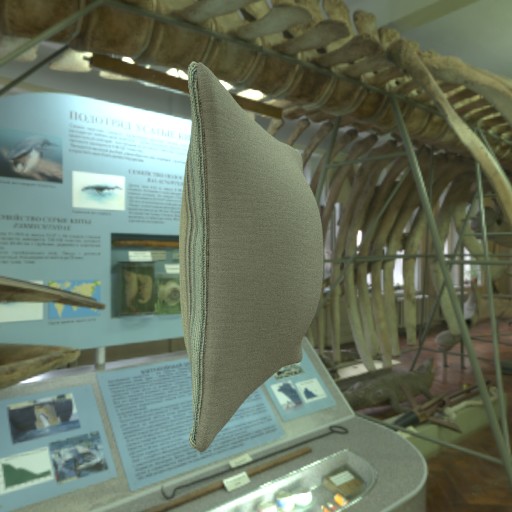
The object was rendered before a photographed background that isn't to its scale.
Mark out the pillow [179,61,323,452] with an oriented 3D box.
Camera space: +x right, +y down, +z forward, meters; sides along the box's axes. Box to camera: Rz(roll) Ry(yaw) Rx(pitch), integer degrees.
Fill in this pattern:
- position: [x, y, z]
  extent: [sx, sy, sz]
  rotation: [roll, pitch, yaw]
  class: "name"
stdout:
- position: [0.000, 0.000, 0.672]
  extent: [0.189, 0.416, 0.435]
  rotation: [0, 0, 20]
  class: "pillow"
